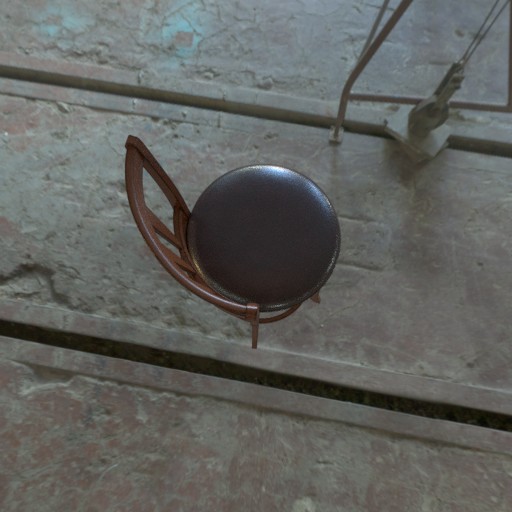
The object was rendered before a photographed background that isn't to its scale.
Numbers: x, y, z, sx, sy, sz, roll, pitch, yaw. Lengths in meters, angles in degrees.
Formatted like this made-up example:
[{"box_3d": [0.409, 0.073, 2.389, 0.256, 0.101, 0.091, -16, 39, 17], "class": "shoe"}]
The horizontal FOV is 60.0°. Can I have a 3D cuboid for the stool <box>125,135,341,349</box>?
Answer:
[{"box_3d": [0.000, 0.000, 1.447, 0.503, 1.177, 0.464, -34, 77, -9], "class": "stool"}]
